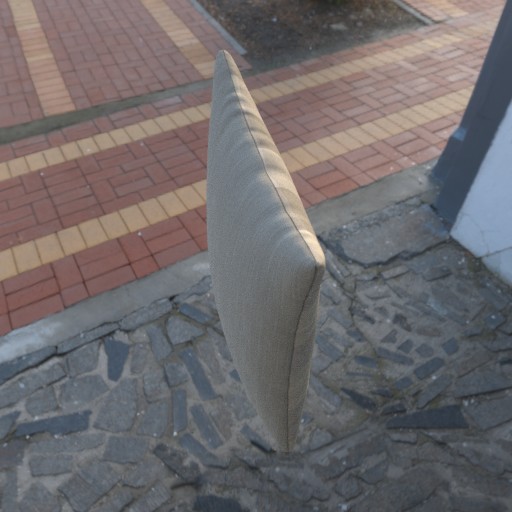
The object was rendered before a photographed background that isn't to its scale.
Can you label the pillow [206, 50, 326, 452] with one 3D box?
[{"bbox_3d":[0.000,0.000,0.776,0.161,0.509,0.511,-10,48,-9],"label":"pillow"}]
